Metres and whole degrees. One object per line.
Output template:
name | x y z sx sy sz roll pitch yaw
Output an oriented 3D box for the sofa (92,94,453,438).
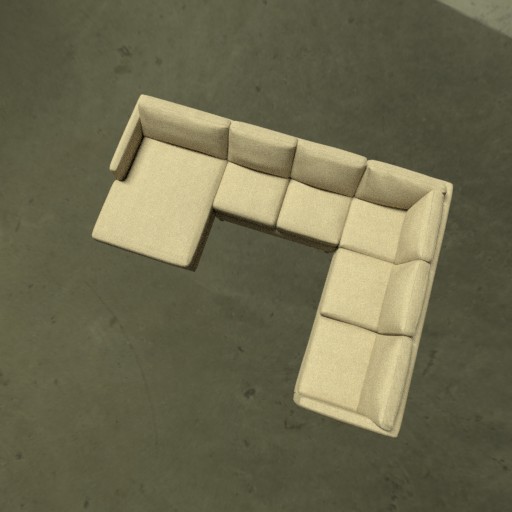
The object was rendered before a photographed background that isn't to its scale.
sofa | 0.000 0.000 4.582 3.460 0.959 2.593 17 76 4
